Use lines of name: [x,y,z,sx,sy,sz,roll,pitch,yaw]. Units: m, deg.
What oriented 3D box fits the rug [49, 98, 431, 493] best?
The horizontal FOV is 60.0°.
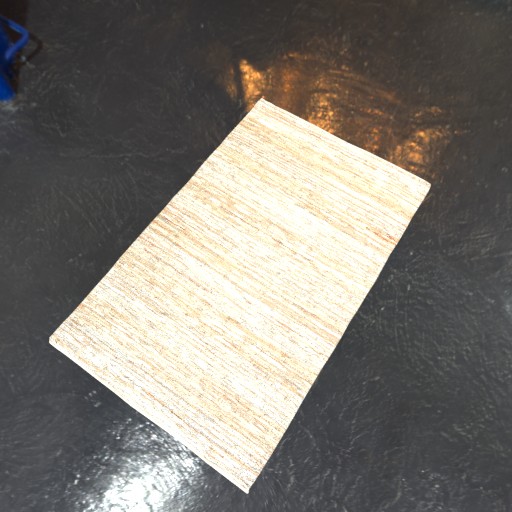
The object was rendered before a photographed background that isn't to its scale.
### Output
rug: [0.000,0.000,3.033,1.529,0.009,2.446,31,68,14]
